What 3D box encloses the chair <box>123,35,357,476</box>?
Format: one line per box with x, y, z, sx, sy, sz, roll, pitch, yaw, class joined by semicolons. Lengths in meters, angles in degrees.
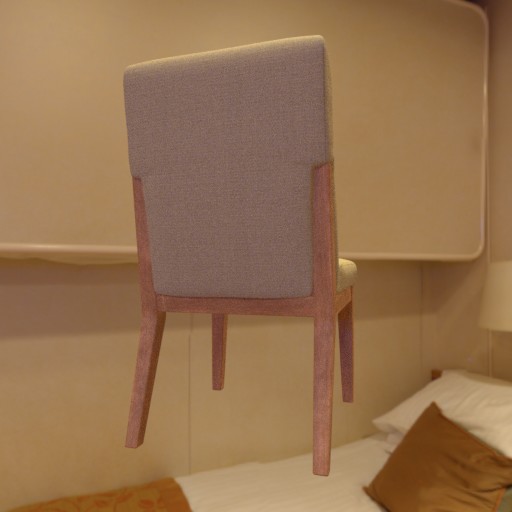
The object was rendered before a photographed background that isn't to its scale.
0.000;0.000;1.233;0.507;0.911;0.586;0;-1;18;chair
